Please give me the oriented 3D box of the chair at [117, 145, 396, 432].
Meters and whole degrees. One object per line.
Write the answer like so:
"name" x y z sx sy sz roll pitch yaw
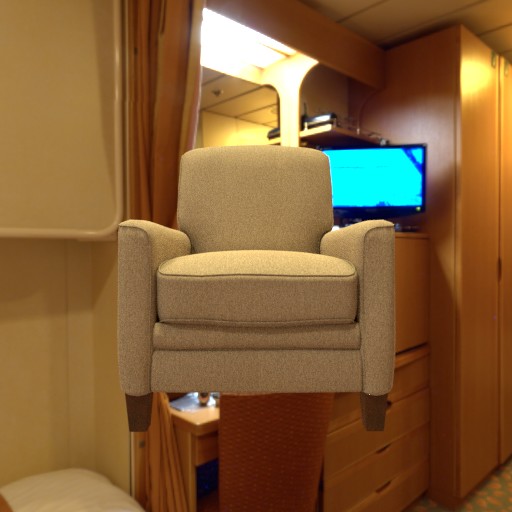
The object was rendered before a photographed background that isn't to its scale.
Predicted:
"chair" 0.000 0.000 1.656 0.848 1.014 0.864 0 1 0
